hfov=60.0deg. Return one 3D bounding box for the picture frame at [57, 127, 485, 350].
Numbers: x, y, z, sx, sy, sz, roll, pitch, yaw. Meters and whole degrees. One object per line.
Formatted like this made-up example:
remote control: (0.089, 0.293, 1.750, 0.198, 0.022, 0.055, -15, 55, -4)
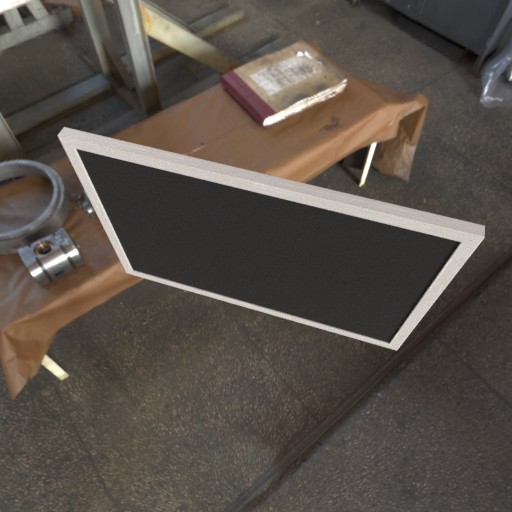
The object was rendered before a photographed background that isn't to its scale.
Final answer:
picture frame: (0.000, 0.000, 1.225, 0.950, 0.640, 0.029, 15, 59, 9)
